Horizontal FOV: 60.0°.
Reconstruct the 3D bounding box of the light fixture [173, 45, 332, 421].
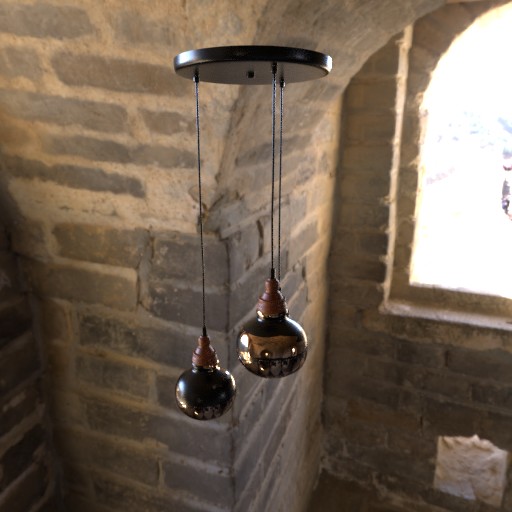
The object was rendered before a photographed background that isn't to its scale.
[{"bbox_3d":[0.000,0.000,1.729,0.608,1.410,0.605,-7,15,-26],"label":"light fixture"}]
